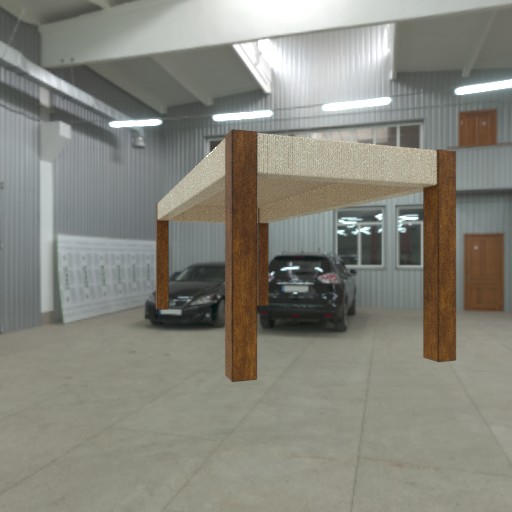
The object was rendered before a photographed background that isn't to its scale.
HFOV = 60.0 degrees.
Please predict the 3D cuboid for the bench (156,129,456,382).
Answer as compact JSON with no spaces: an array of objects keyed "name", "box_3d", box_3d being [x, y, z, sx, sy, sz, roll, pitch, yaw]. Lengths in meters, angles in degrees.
[{"name":"bench","box_3d":[0.000,0.000,1.447,0.507,0.457,1.198,0,0,-19]}]
